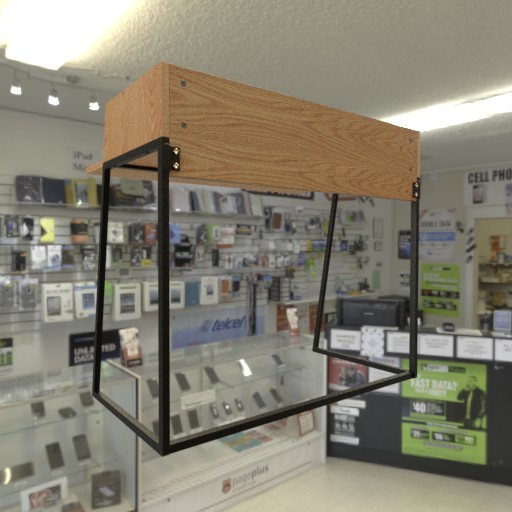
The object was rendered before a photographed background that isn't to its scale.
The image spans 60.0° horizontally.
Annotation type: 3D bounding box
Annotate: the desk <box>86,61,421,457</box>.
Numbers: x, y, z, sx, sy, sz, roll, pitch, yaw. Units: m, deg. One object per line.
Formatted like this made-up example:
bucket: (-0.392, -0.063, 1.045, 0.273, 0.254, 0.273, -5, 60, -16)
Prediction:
desk: (0.000, 0.000, 1.839, 1.191, 1.061, 0.769, -1, 2, -37)
